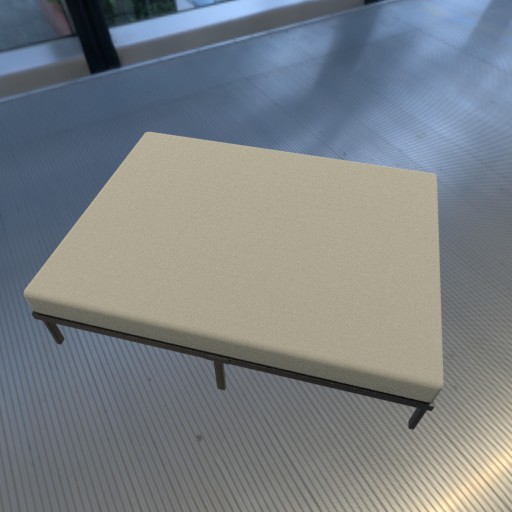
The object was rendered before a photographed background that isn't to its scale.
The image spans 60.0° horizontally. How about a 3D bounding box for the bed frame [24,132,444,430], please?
[{"bbox_3d":[0.000,0.000,3.499,2.635,0.680,1.990,11,49,10],"label":"bed frame"}]
